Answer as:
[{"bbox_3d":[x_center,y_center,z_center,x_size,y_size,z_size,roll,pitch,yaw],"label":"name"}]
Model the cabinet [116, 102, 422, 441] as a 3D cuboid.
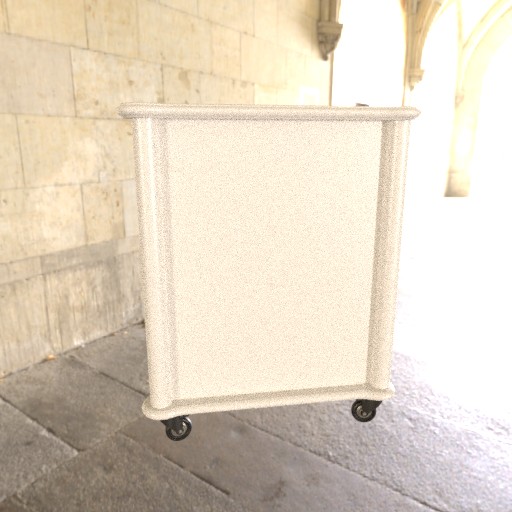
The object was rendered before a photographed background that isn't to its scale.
[{"bbox_3d":[0.000,0.000,1.244,0.627,0.761,0.628,-2,14,-9],"label":"cabinet"}]
